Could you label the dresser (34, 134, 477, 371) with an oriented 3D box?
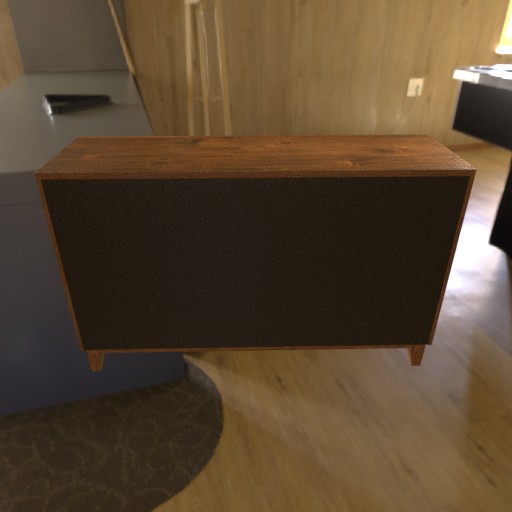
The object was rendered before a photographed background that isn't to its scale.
[{"bbox_3d":[0.000,0.000,1.810,1.400,0.873,0.446,-1,30,-1],"label":"dresser"}]
